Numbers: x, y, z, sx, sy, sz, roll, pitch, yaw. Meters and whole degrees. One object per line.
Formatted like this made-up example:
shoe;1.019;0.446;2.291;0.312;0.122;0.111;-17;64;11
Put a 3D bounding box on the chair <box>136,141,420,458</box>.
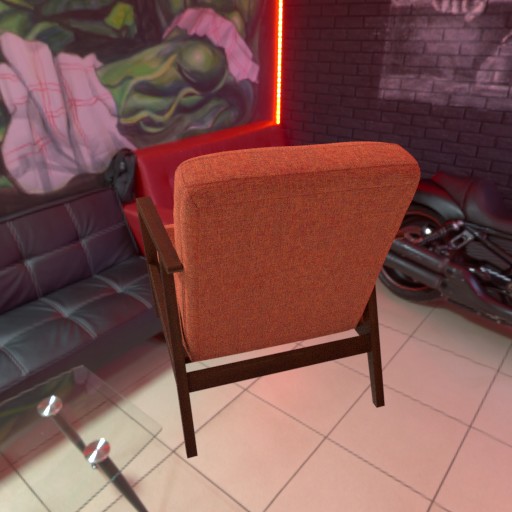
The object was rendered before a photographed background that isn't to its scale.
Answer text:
chair;0.000;0.000;1.524;0.719;0.890;0.860;-8;28;-16
